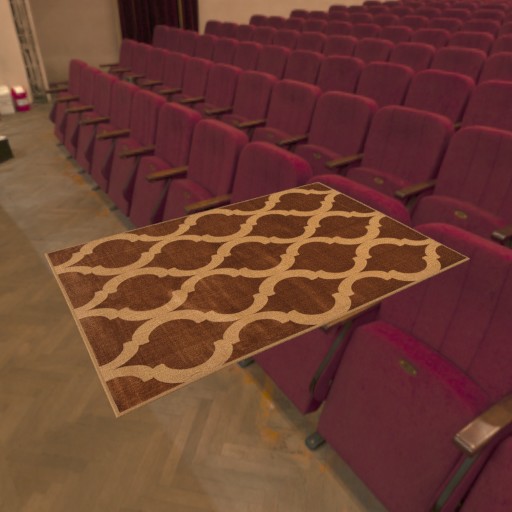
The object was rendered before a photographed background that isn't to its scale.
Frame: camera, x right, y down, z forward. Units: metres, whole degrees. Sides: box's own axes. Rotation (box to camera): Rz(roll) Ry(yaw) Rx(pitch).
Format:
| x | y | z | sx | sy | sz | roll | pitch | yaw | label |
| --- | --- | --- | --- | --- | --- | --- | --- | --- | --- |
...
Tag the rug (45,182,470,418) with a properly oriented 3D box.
| x | y | z | sx | sy | sz | roll | pitch | yaw | label |
| --- | --- | --- | --- | --- | --- | --- | --- | --- | --- |
| 0.000 | 0.000 | 2.854 | 2.290 | 0.014 | 1.526 | -18 | 36 | -27 | rug |
